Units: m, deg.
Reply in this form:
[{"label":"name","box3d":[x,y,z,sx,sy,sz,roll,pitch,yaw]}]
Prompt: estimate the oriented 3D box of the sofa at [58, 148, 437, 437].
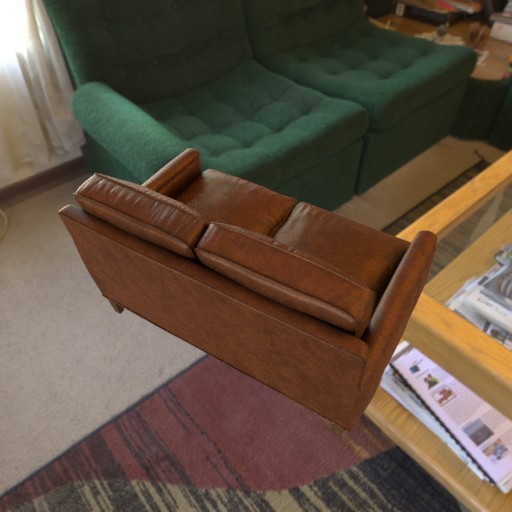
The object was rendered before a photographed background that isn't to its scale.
[{"label":"sofa","box3d":[0.000,0.000,2.327,1.628,1.003,1.083,23,50,21]}]
